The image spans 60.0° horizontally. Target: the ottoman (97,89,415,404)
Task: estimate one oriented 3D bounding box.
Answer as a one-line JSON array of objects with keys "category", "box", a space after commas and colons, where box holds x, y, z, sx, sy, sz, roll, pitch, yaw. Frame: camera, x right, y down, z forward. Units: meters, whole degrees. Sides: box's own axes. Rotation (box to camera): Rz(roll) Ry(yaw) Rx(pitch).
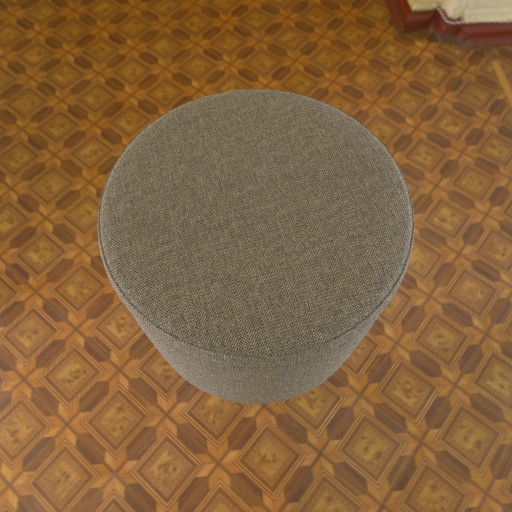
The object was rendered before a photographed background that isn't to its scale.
[{"category": "ottoman", "box": [0.000, 0.000, 0.892, 0.520, 0.430, 0.520, 0, 63, 0]}]
